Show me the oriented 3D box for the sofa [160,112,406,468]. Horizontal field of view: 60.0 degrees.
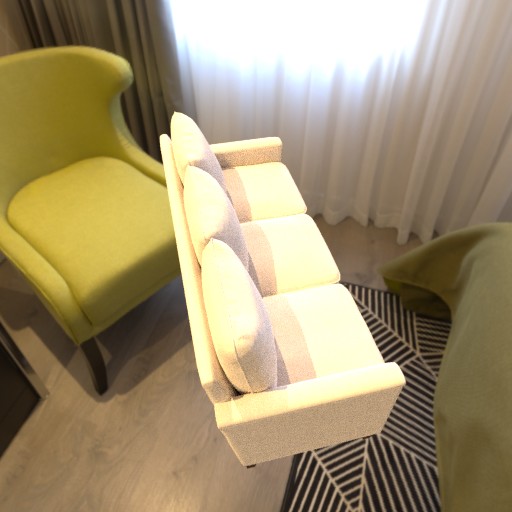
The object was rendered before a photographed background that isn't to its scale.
[{"bbox_3d":[0.000,0.000,2.459,0.828,0.961,1.925,-10,47,-9],"label":"sofa"}]
